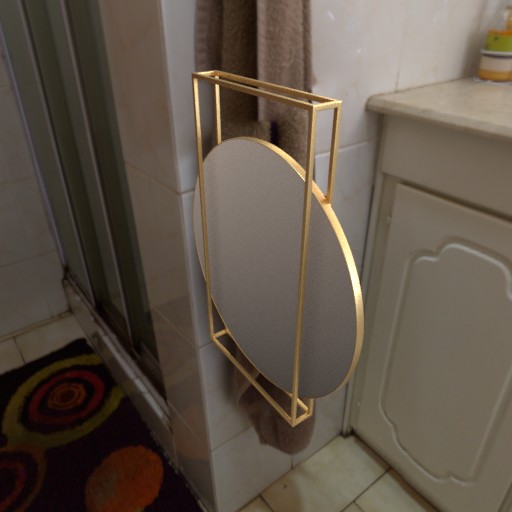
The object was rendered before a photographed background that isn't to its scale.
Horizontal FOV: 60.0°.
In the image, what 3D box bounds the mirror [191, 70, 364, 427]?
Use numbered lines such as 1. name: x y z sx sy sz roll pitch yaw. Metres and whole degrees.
1. mirror: 0.000 0.000 0.825 0.051 0.603 0.508 -20 36 -30
